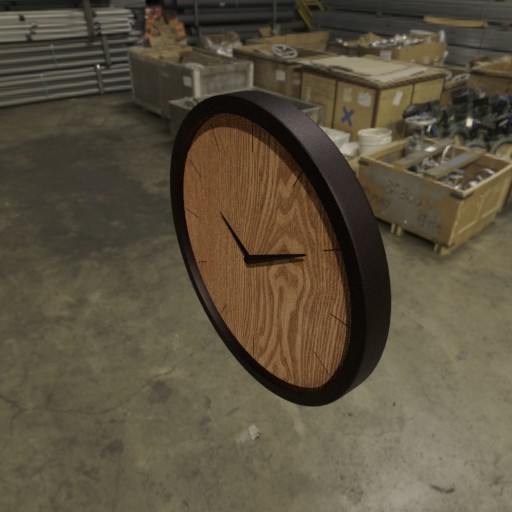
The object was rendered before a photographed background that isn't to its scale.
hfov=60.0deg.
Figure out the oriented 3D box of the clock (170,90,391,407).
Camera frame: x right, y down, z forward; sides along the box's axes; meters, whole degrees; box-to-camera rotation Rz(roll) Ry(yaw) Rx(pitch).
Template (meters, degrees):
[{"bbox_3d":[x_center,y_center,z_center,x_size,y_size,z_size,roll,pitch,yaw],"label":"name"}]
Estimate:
[{"bbox_3d":[0.000,0.000,0.449,0.029,0.314,0.314,-22,39,-30],"label":"clock"}]
